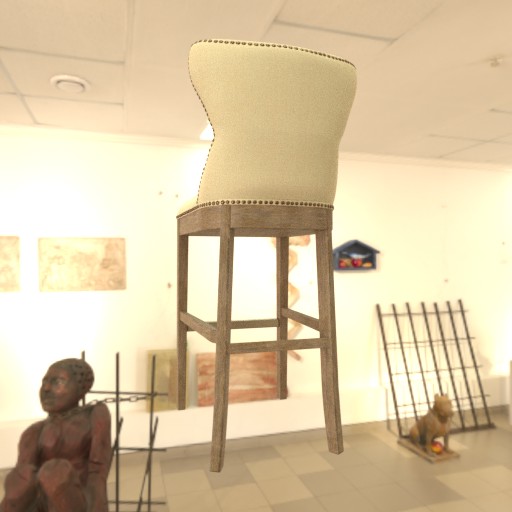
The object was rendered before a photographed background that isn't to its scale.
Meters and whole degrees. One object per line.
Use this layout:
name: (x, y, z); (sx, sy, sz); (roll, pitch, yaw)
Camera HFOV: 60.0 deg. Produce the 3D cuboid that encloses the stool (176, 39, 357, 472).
stool: (0.000, 0.000, 1.418); (0.494, 1.123, 0.606); (0, 0, -18)
